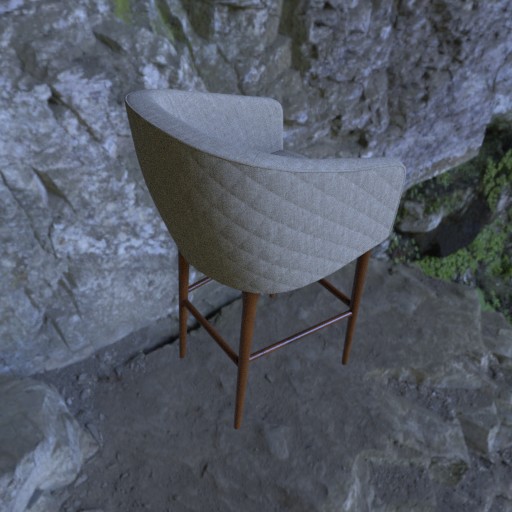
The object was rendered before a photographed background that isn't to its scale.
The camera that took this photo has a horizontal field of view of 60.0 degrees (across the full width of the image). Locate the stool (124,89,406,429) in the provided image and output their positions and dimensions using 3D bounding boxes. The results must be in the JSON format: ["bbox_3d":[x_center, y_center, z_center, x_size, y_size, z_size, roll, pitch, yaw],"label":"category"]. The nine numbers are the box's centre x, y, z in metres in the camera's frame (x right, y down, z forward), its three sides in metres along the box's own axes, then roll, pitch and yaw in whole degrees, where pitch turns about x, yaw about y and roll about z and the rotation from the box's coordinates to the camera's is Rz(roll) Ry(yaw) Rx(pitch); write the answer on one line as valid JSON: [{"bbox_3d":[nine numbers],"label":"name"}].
[{"bbox_3d":[0.000,0.000,1.406,0.607,1.078,0.559,-27,47,-27],"label":"stool"}]
